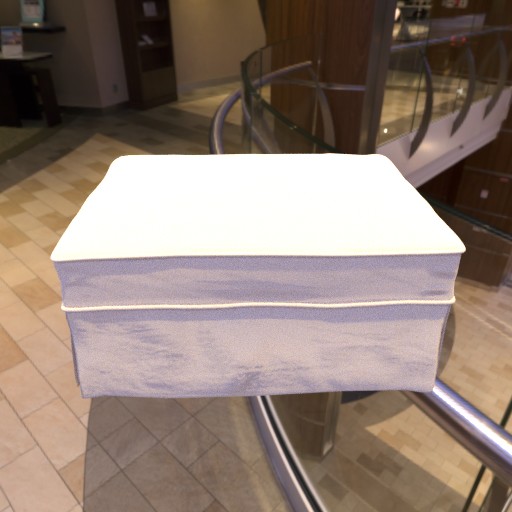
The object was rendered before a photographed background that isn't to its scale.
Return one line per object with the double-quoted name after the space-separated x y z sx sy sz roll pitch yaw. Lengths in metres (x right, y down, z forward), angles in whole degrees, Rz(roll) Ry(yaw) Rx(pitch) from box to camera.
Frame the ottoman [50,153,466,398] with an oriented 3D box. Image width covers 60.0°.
0.000 0.000 1.306 0.944 0.479 0.703 -1 31 -2 "ottoman"
